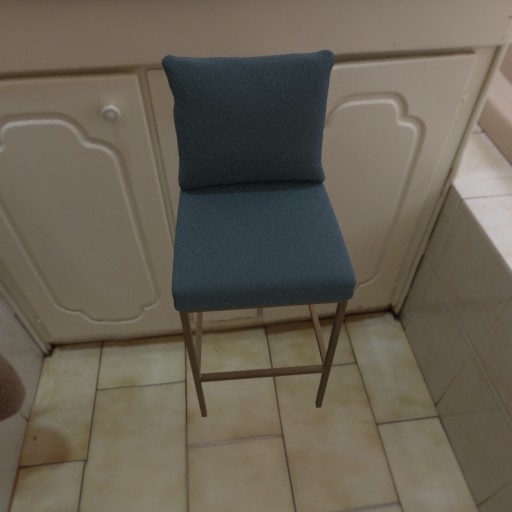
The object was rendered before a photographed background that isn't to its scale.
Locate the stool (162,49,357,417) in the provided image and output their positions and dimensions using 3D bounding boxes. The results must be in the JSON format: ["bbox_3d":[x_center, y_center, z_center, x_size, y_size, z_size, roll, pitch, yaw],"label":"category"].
[{"bbox_3d":[0.000,0.000,1.410,0.463,1.124,0.568,-4,47,-3],"label":"stool"}]
